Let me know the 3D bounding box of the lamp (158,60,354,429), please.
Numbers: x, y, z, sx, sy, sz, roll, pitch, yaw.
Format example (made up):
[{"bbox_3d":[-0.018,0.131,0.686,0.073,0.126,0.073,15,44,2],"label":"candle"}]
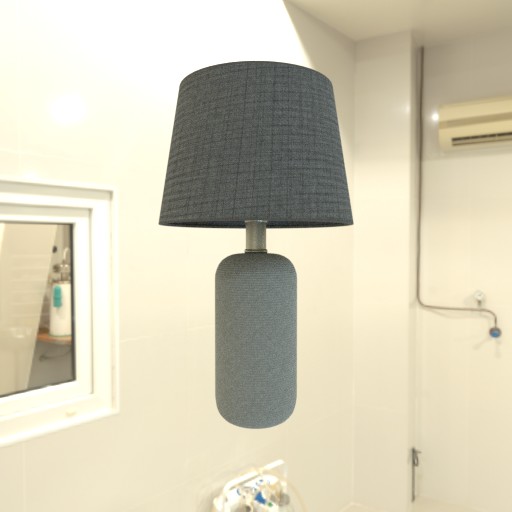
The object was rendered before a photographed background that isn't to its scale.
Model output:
[{"bbox_3d":[0.000,0.000,0.585,0.251,0.429,0.251,0,2,0],"label":"lamp"}]
